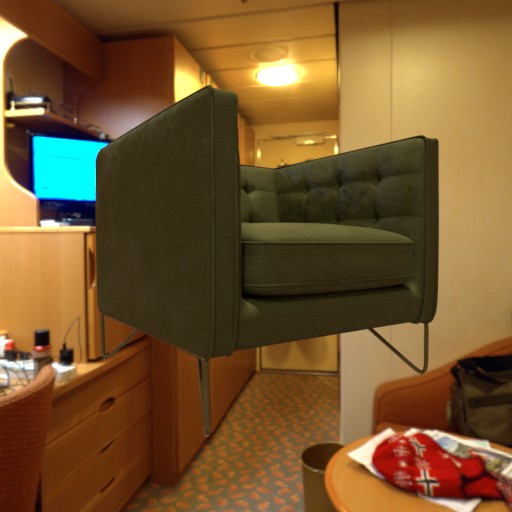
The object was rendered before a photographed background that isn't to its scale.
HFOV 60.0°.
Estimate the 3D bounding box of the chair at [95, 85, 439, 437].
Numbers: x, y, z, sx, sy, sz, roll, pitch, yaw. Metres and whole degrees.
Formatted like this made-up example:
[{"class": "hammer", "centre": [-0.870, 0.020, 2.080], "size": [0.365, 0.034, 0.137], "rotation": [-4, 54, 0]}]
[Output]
[{"class": "chair", "centre": [0.000, 0.000, 1.550], "size": [0.880, 0.790, 0.894], "rotation": [-1, 2, -35]}]
